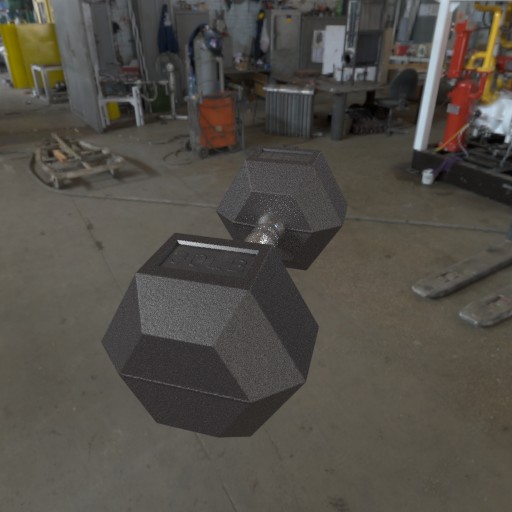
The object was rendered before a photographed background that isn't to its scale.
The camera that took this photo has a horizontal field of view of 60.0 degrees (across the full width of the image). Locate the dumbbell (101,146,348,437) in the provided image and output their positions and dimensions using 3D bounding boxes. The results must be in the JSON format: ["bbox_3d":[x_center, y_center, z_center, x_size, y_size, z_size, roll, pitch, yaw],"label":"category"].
[{"bbox_3d":[0.000,0.000,0.409,0.142,0.123,0.337,8,30,13],"label":"dumbbell"}]
